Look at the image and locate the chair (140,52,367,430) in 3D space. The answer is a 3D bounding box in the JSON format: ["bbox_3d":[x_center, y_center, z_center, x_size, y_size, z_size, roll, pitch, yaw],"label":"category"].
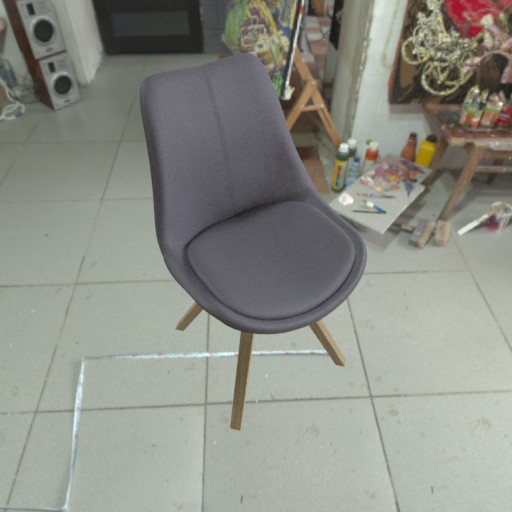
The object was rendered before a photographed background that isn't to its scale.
[{"bbox_3d":[0.000,0.000,1.208,0.483,0.865,0.547,-24,50,-22],"label":"chair"}]
